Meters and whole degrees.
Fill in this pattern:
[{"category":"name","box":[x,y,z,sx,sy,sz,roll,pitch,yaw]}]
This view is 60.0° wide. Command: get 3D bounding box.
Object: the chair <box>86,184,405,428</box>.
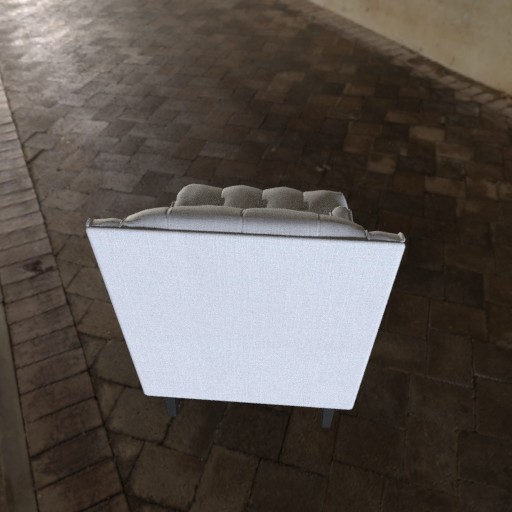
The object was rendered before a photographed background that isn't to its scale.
[{"category":"chair","box":[0.000,0.000,1.432,0.658,0.891,0.772,3,45,3]}]
